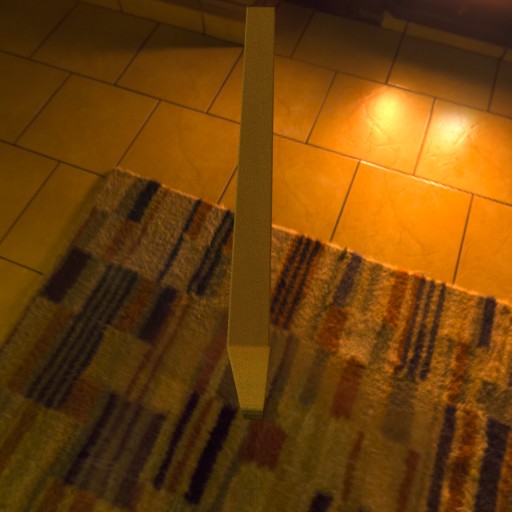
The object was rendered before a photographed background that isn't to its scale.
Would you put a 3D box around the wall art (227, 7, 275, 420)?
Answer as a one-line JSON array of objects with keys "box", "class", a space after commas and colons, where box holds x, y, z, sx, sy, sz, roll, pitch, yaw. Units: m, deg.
[{"box": [0.000, 0.000, 0.794, 0.040, 0.608, 0.489, 2, 64, 1], "class": "wall art"}]
